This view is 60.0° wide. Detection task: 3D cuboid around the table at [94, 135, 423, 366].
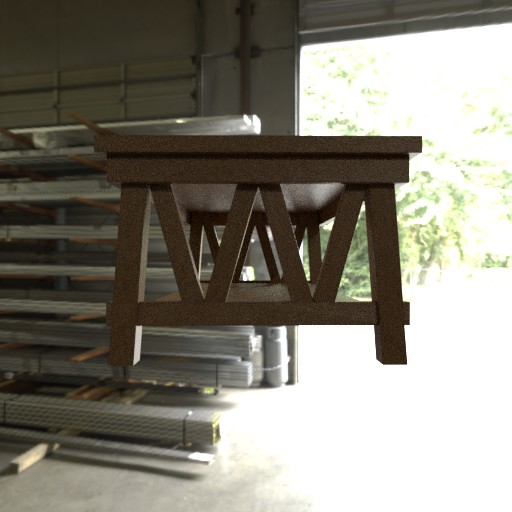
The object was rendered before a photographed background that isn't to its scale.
[{"bbox_3d":[0.000,0.000,1.591,0.711,0.507,1.270,0,-1,-1],"label":"table"}]
